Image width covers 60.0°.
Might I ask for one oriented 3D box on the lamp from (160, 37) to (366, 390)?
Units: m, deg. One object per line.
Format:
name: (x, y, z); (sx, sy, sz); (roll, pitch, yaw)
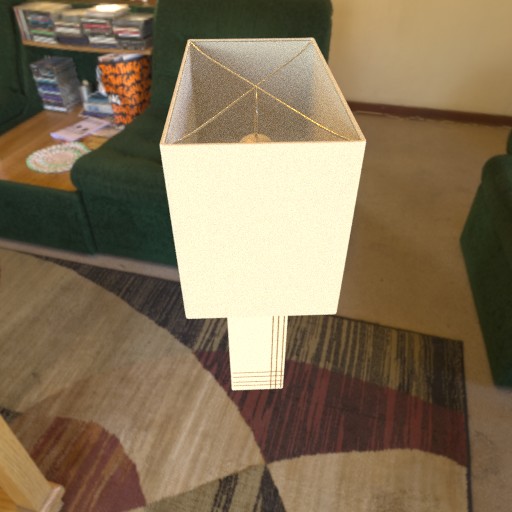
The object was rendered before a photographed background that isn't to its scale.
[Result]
lamp: (0.000, 0.000, 0.689); (0.182, 0.543, 0.334); (-2, 41, -2)
